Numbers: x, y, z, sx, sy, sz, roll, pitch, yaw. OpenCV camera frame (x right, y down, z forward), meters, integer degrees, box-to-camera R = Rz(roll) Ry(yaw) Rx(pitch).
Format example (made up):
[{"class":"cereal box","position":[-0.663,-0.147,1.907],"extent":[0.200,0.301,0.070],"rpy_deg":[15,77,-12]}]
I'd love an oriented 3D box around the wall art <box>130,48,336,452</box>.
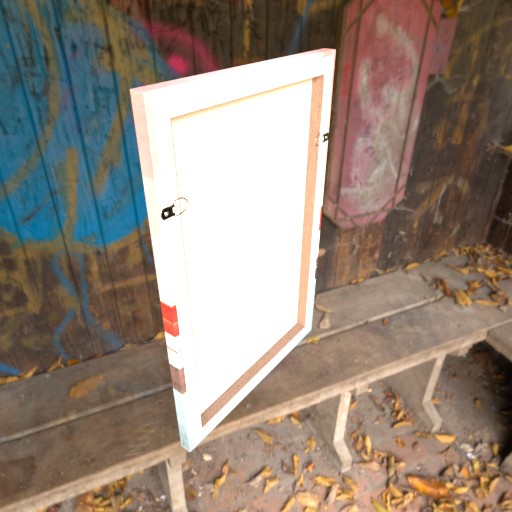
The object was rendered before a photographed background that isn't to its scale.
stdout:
[{"class":"wall art","position":[0.000,0.000,1.142],"extent":[0.038,0.914,0.610],"rpy_deg":[22,38,31]}]
